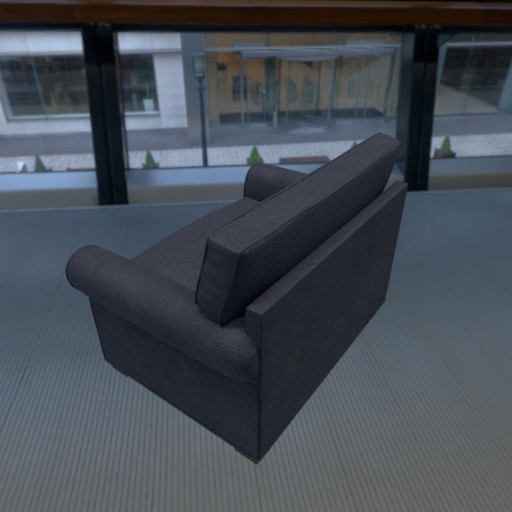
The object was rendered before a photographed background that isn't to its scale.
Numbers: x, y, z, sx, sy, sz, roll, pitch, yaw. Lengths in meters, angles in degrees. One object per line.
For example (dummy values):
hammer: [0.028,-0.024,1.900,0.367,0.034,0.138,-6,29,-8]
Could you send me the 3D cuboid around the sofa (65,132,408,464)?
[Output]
sofa: [0.000,0.000,2.104,0.938,1.004,1.405,21,38,30]
